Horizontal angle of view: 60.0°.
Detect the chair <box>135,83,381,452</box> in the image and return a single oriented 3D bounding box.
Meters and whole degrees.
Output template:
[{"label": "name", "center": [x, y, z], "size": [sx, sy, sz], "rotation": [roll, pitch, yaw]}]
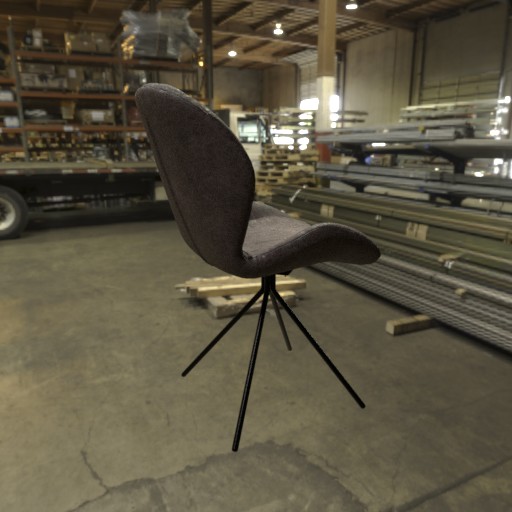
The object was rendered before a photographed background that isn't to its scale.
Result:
[{"label": "chair", "center": [0.000, 0.000, 1.322], "size": [0.640, 0.934, 0.527], "rotation": [-7, 16, -26]}]
